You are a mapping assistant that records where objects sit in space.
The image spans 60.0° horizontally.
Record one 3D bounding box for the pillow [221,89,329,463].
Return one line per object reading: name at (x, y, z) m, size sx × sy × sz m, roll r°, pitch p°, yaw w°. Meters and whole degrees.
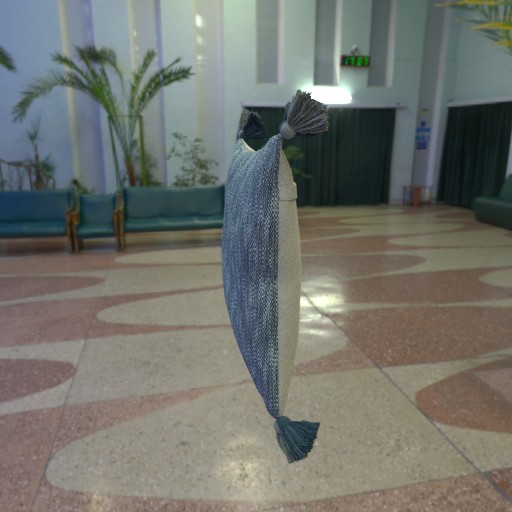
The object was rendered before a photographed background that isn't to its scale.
pillow at (0.000, 0.000, 0.944) m, size 0.138 × 0.634 × 0.614 m, roll -2°, pitch 15°, yaw -9°
